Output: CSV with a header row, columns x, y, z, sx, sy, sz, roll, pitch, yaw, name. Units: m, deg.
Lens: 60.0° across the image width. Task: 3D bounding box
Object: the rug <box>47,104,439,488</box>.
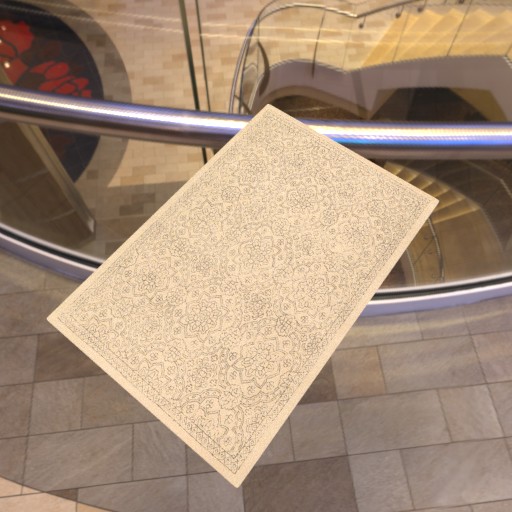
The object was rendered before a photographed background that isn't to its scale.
x,y,z,sx,sy,sz,roll,pitch,yaw,name
0.000,0.000,2.355,1.219,0.010,1.829,35,68,16,rug
